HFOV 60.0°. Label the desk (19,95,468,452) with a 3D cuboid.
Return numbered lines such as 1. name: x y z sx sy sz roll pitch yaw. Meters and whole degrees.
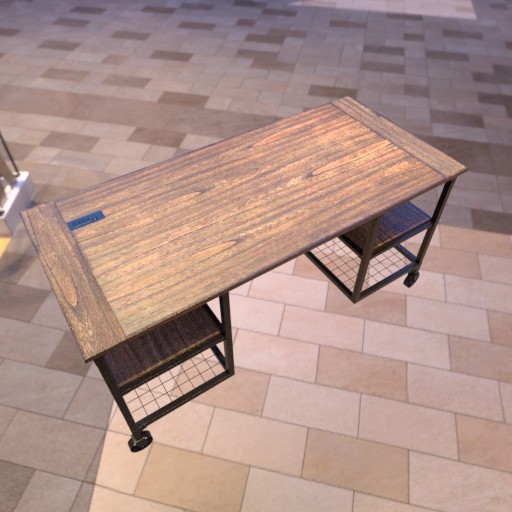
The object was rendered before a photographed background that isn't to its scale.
1. desk: 0.000 0.000 1.946 1.590 0.751 0.711 -26 52 -22
